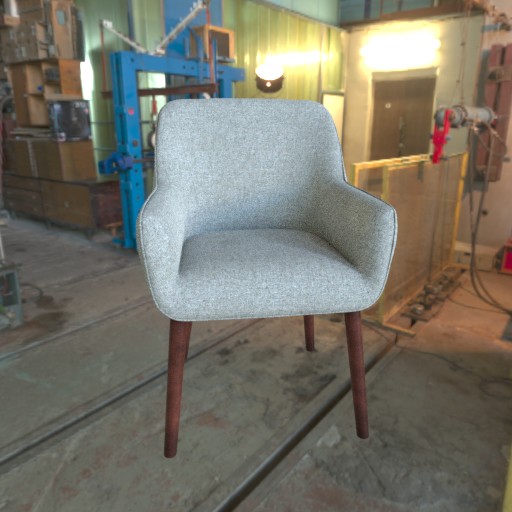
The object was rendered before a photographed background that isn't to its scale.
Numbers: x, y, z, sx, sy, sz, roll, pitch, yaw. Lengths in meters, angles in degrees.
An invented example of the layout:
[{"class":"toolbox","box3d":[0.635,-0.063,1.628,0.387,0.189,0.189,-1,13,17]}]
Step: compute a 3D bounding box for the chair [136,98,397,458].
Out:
[{"class":"chair","box3d":[0.000,0.000,1.166,0.543,0.803,0.519,-2,17,-8]}]
